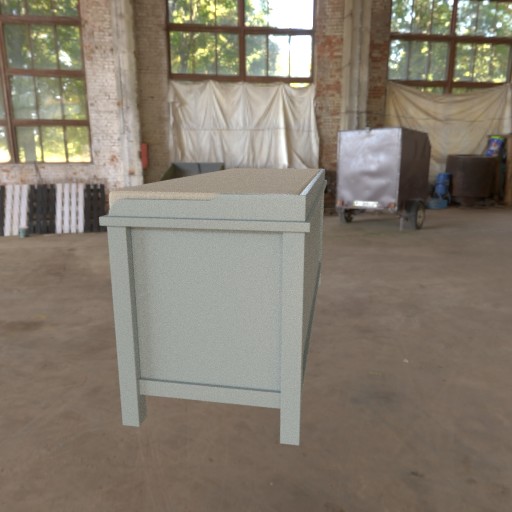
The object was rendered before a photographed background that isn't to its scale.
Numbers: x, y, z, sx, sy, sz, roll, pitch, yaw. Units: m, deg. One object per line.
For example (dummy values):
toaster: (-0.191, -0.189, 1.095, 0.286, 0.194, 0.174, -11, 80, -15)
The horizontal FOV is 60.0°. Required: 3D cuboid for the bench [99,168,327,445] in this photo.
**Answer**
bench: (0.000, 0.000, 1.398, 0.398, 0.501, 1.140, 2, 14, 10)
